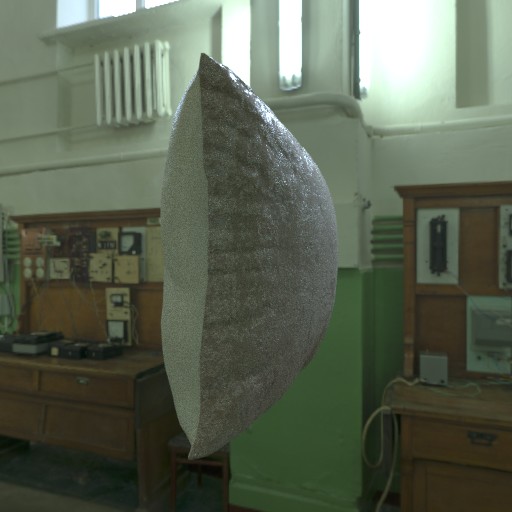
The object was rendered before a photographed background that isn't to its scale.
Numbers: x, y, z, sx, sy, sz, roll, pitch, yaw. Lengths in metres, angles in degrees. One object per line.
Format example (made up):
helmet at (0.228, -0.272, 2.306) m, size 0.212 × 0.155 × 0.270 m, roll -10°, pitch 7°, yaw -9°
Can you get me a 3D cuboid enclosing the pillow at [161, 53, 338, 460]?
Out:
pillow at (0.000, 0.000, 0.695) m, size 0.245 × 0.448 × 0.450 m, roll 0°, pitch -1°, yaw 20°
